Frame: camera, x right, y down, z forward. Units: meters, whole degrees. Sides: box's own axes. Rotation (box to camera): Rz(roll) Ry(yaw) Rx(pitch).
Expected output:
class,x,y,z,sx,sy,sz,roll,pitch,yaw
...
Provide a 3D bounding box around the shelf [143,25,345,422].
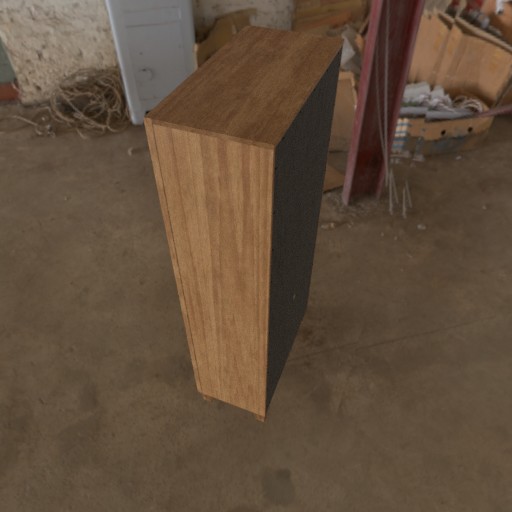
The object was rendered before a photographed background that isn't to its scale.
class,x,y,z,sx,sy,sz,roll,pitch,yaw
shelf,0.000,0.000,2.309,0.453,1.930,0.864,16,48,15
